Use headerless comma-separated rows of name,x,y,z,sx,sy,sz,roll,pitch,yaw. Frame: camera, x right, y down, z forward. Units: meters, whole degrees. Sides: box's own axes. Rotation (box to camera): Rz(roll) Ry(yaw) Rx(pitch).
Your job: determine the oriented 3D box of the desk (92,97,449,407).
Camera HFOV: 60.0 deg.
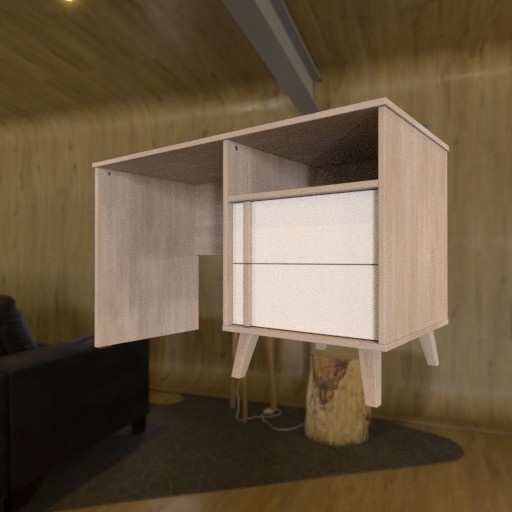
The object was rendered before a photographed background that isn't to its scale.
desk,0.000,0.000,1.697,1.251,0.770,0.600,0,0,37
